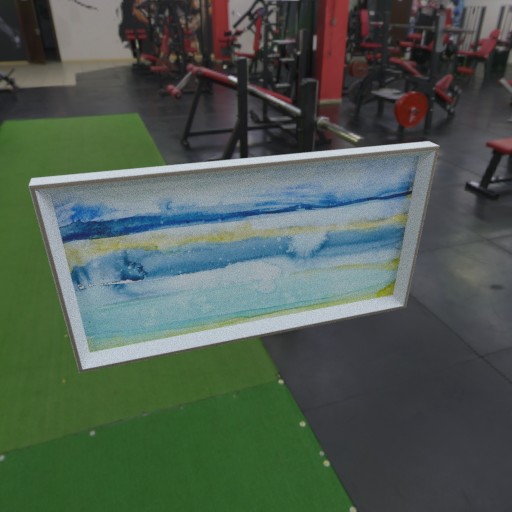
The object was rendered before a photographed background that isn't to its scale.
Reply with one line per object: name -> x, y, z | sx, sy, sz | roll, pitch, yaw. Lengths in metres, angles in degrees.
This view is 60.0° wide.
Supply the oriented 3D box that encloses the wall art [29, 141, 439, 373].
wall art -> 0.000, 0.000, 0.972 | 0.812, 0.431, 0.038 | -9, 31, -15
